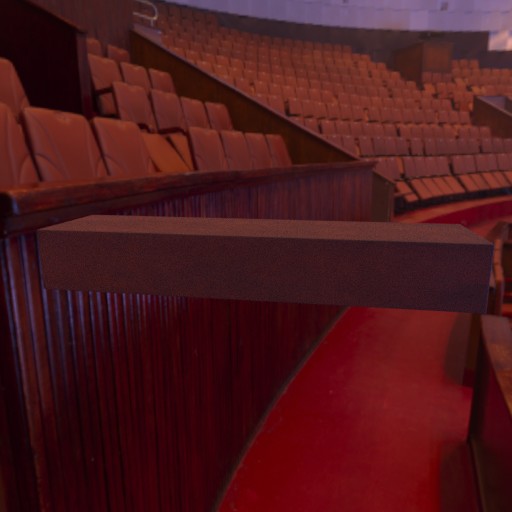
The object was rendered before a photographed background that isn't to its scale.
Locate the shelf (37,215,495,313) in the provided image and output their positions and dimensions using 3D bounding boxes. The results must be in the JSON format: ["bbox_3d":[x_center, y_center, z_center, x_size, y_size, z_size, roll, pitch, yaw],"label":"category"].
[{"bbox_3d":[0.000,0.000,0.664,0.607,0.088,0.152,2,14,9],"label":"shelf"}]
